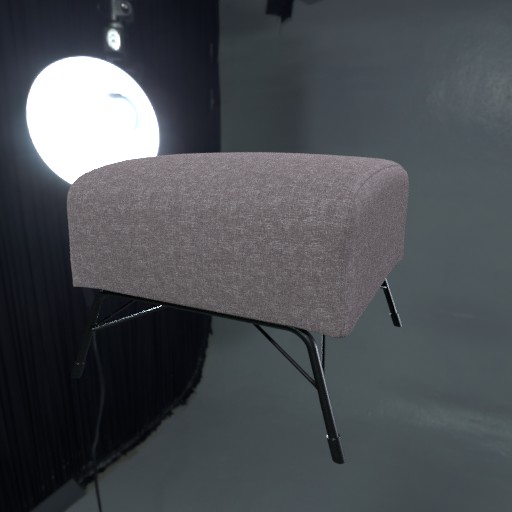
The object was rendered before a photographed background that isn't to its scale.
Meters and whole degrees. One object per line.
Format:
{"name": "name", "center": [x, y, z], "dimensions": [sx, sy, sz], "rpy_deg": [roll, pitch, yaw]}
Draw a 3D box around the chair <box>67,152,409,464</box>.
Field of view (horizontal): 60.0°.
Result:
{"name": "chair", "center": [0.000, 0.000, 0.902], "dimensions": [0.530, 0.410, 0.530], "rpy_deg": [7, 17, 25]}
